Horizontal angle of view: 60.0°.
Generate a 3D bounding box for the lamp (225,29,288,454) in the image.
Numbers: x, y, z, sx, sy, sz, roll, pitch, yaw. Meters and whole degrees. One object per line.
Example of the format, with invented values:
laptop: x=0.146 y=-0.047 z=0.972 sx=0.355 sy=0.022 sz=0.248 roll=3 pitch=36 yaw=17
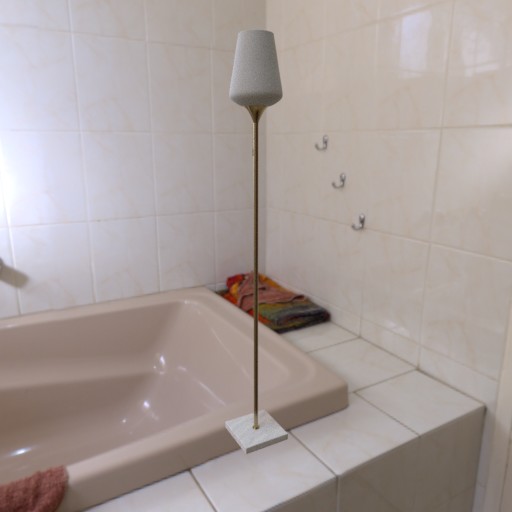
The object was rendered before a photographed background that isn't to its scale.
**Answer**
lamp: x=0.000 y=0.000 z=1.977 sx=0.229 sy=1.813 sz=0.232 roll=-8 pitch=16 yaw=-28
